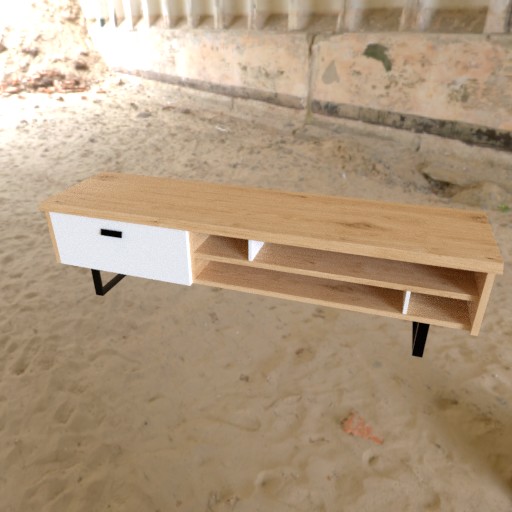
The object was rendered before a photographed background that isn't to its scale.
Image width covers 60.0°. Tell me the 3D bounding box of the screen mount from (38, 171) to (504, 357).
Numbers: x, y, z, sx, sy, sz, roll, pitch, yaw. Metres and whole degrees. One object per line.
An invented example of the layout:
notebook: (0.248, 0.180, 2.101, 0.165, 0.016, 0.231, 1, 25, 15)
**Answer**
screen mount: (0.000, 0.000, 1.838, 1.700, 0.430, 0.450, 8, 29, 15)
